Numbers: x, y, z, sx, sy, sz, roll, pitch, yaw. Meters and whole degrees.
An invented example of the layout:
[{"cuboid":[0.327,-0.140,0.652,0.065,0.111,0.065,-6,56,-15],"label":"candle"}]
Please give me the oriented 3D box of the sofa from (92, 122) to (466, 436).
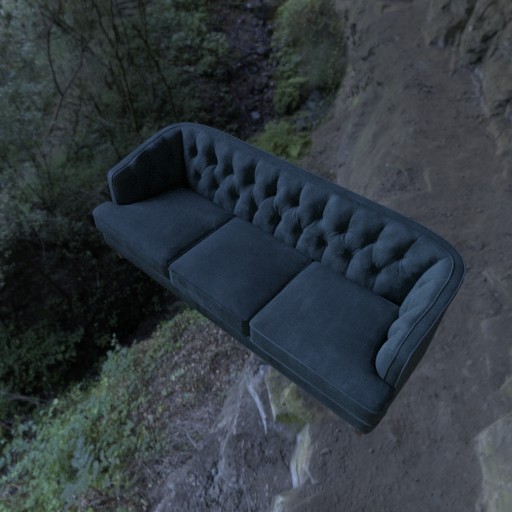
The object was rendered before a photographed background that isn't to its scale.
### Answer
[{"cuboid":[0.000,0.000,2.823,2.278,0.855,0.941,31,53,27],"label":"sofa"}]
